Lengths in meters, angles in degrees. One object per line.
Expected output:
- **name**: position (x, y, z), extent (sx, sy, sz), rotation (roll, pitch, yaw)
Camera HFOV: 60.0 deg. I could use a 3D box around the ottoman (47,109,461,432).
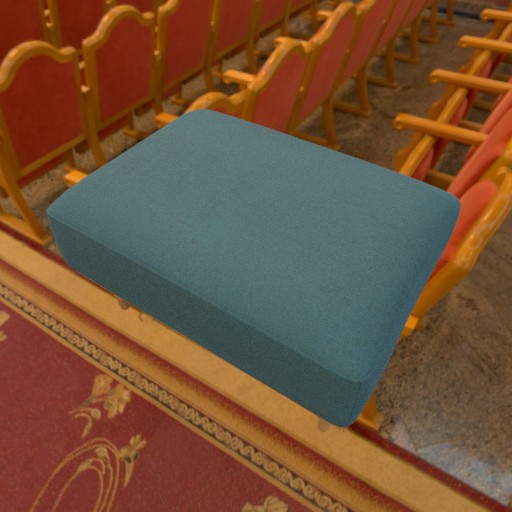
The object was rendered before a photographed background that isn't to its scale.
- **ottoman**: position (0.000, 0.000, 1.056), extent (0.749, 0.428, 0.549), rotation (25, 51, 22)
